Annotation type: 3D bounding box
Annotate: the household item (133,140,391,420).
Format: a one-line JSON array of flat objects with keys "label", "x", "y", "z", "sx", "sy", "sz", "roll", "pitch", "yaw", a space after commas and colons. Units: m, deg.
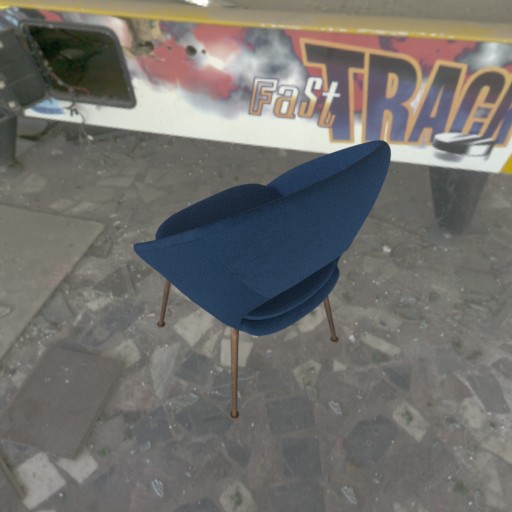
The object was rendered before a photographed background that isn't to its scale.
[{"label": "household item", "x": 0.000, "y": 0.000, "z": 1.288, "sx": 0.623, "sy": 0.852, "sz": 0.573, "roll": -30, "pitch": 52, "yaw": -27}]
